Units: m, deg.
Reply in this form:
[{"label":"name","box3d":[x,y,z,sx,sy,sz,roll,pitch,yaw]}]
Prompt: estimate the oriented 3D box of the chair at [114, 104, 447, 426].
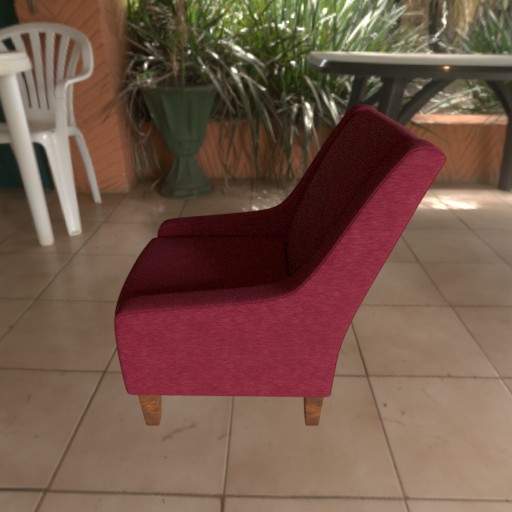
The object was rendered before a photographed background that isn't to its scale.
[{"label":"chair","box3d":[0.000,0.000,1.686,0.985,1.017,0.793,0,26,0]}]
